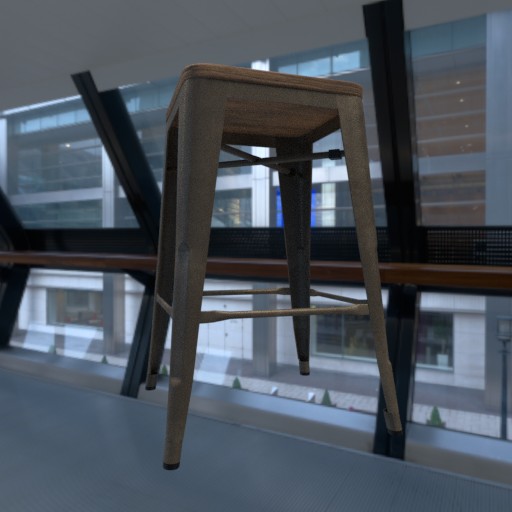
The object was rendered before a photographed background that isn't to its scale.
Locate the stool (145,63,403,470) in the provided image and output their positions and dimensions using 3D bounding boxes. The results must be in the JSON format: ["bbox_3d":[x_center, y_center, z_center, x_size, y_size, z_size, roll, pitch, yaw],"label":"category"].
[{"bbox_3d":[0.000,0.000,0.883,0.407,0.607,0.407,0,1,-18],"label":"stool"}]
